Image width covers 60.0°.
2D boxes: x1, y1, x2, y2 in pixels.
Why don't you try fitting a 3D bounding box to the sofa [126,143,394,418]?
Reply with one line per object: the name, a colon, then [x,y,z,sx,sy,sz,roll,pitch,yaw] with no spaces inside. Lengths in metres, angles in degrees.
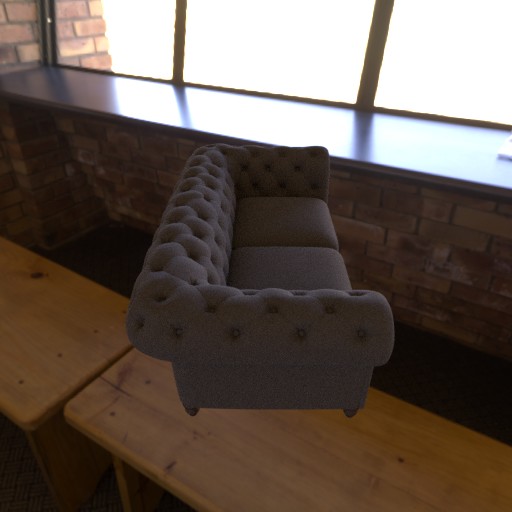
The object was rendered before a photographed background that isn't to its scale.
sofa: [0.000,0.000,2.494,0.986,0.764,1.998,0,32,1]
